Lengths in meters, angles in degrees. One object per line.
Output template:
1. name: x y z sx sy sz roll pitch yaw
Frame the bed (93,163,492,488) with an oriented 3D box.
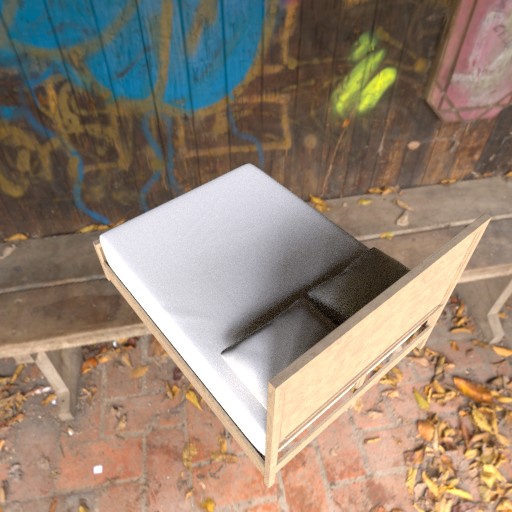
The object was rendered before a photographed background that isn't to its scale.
1. bed: 0.000 0.000 3.201 1.606 1.369 2.189 -31 55 -26
